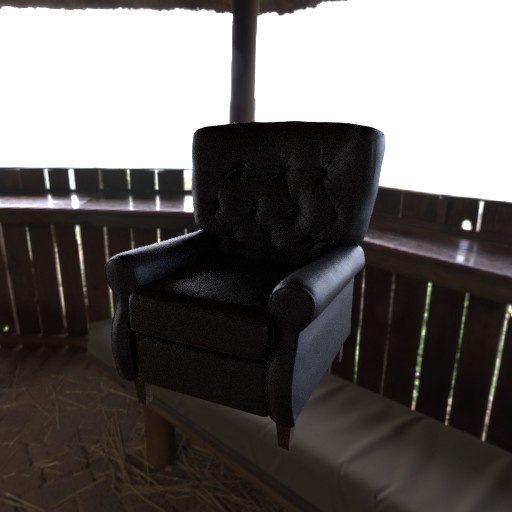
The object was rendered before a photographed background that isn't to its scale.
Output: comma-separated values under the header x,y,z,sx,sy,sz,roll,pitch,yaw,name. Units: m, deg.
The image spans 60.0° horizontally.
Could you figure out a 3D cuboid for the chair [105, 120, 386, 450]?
x,y,z,sx,sy,sz,roll,pitch,yaw,name
0.000,0.000,1.958,0.948,1.158,1.058,7,17,24,chair
